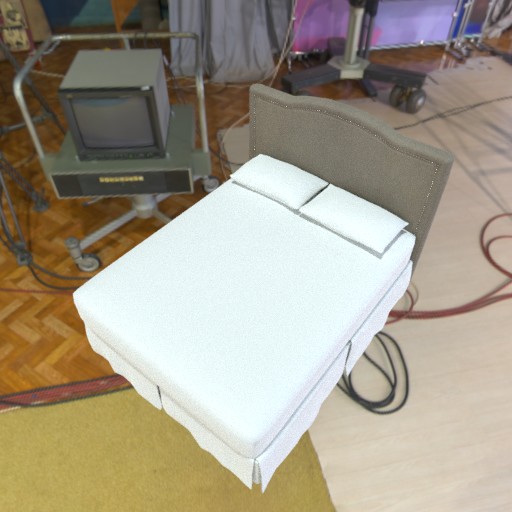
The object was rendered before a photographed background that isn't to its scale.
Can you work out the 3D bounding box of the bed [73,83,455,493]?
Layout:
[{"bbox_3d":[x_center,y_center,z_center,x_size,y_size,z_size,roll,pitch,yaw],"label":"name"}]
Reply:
[{"bbox_3d":[0.000,0.000,3.123,1.744,1.441,2.128,30,53,26],"label":"bed"}]
